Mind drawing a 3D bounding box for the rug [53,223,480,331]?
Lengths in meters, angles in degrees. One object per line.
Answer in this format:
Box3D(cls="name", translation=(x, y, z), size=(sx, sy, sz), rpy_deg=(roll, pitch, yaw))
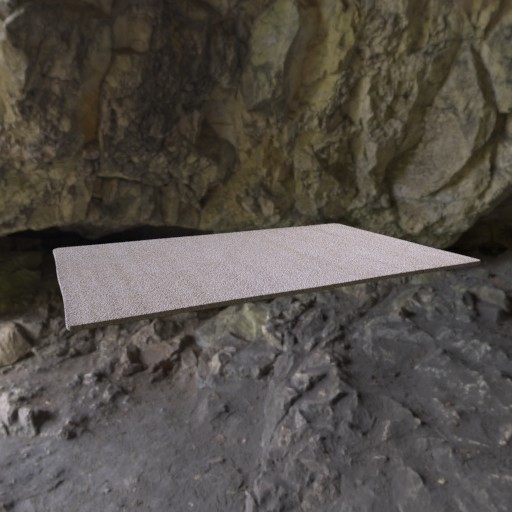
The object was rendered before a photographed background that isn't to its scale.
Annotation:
Box3D(cls="rug", translation=(0.000, 0.000, 2.861), size=(2.349, 0.026, 1.500), rpy_deg=(-7, 15, -25))
